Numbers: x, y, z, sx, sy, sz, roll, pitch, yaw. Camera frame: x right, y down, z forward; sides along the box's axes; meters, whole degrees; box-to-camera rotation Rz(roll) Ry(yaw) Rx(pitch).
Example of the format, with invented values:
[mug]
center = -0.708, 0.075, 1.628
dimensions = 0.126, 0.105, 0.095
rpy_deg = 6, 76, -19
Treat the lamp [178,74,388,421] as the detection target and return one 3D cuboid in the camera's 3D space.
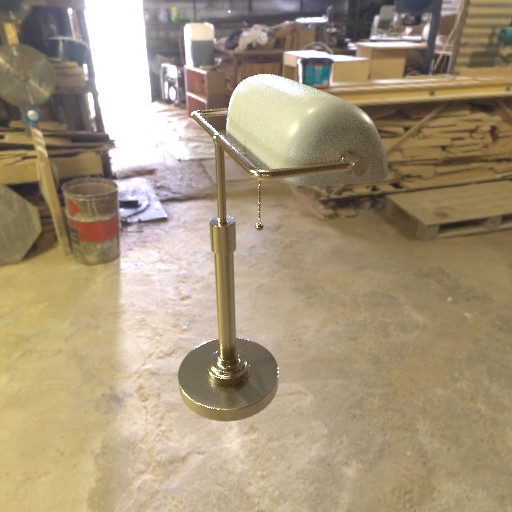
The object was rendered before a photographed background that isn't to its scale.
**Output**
[lamp]
center = 0.000, 0.000, 0.556
dimensions = 0.227, 0.404, 0.269
rpy_deg = -10, 31, -17
